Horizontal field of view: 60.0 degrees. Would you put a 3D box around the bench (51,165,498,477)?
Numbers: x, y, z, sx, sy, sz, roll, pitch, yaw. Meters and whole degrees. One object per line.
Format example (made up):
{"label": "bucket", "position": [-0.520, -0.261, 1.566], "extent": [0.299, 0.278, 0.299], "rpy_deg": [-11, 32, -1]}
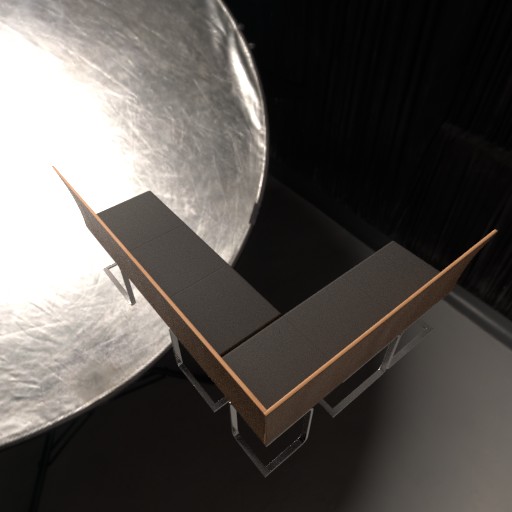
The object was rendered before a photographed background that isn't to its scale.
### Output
{"label": "bench", "position": [0.000, 0.000, 2.714], "extent": [1.495, 0.930, 1.945], "rpy_deg": [-30, 53, -26]}
